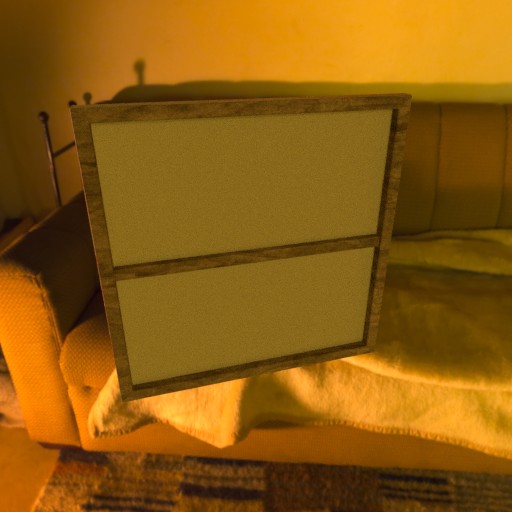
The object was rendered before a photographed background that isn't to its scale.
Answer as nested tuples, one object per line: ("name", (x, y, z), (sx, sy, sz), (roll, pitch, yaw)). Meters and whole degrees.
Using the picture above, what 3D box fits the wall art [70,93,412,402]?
("wall art", (0.000, 0.000, 1.113), (0.747, 0.747, 0.035), (-7, 27, -15))
